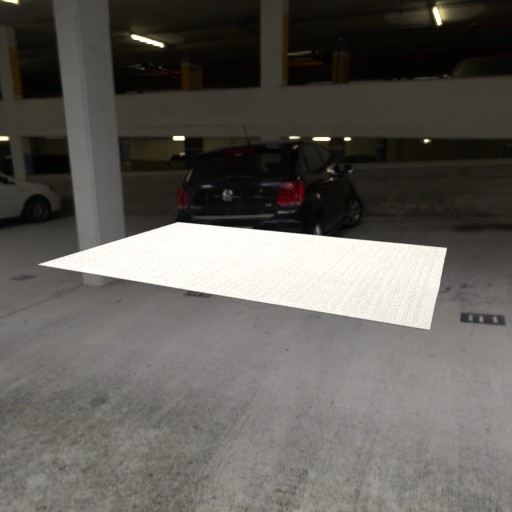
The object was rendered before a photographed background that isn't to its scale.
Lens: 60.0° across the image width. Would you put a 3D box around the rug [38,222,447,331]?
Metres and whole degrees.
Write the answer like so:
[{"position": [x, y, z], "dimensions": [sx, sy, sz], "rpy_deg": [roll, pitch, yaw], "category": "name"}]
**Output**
[{"position": [0.000, 0.000, 2.952], "dimensions": [2.289, 0.006, 1.523], "rpy_deg": [7, 17, 24], "category": "rug"}]
